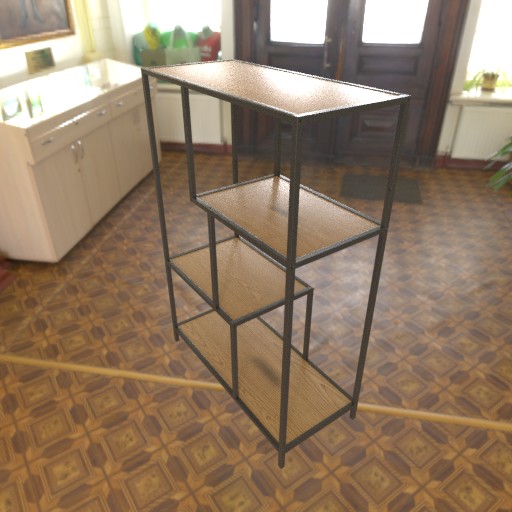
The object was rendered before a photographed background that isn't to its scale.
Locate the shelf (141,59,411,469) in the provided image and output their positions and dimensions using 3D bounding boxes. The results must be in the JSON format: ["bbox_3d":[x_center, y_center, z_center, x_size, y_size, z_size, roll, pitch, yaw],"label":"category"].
[{"bbox_3d":[0.000,0.000,1.519,0.350,1.138,0.770,-20,37,-30],"label":"shelf"}]
